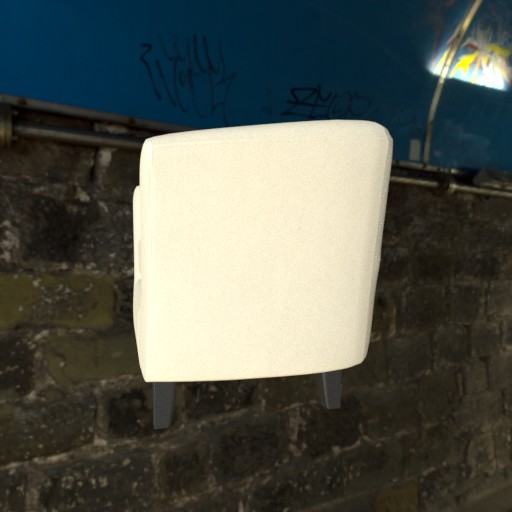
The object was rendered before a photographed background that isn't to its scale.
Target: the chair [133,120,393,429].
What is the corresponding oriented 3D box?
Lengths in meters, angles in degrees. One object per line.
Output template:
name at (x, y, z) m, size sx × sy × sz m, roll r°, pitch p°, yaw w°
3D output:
chair at (0.000, 0.000, 1.380) m, size 0.727 × 0.756 × 0.792 m, roll 0°, pitch 1°, yaw -17°
